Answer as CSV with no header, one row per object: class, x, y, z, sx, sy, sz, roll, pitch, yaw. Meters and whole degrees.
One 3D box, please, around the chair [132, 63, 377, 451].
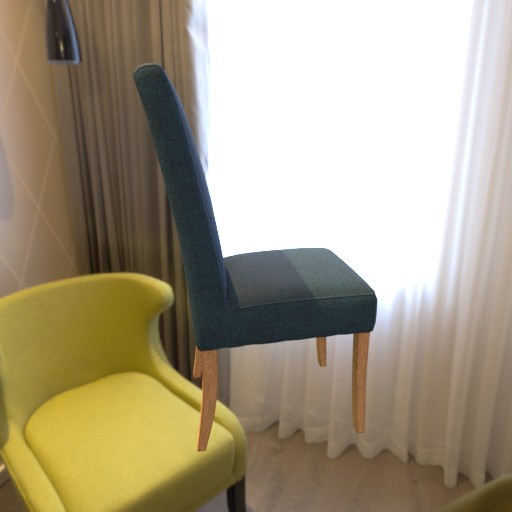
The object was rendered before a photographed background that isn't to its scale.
chair,0.000,0.000,1.340,0.610,1.029,0.450,-3,18,-9
